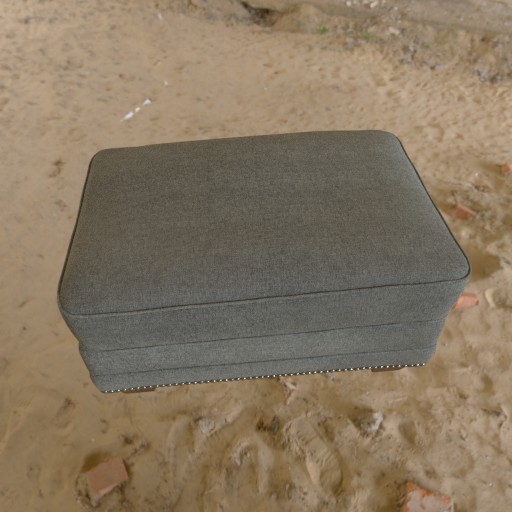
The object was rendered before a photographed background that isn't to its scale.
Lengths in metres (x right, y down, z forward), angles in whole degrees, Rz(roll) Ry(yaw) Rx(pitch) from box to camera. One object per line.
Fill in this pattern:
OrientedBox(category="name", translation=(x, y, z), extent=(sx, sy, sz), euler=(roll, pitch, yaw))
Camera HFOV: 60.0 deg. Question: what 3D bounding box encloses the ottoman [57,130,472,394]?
OrientedBox(category="ottoman", translation=(0.000, 0.000, 1.122), extent=(0.813, 0.457, 0.561), euler=(-4, 46, -4))
